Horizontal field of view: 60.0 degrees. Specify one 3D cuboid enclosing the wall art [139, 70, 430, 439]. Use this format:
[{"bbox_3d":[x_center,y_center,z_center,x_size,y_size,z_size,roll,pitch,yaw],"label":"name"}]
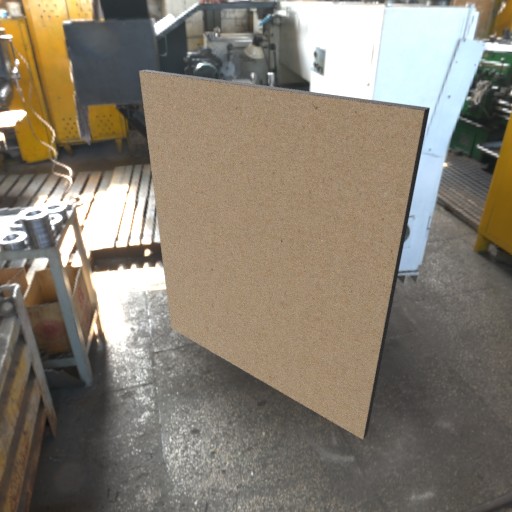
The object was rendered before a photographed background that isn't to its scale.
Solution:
[{"bbox_3d":[0.000,0.000,1.187,0.755,0.863,0.028,22,37,32],"label":"wall art"}]
